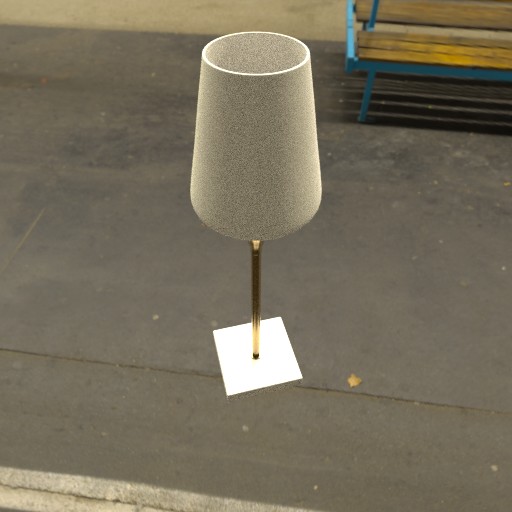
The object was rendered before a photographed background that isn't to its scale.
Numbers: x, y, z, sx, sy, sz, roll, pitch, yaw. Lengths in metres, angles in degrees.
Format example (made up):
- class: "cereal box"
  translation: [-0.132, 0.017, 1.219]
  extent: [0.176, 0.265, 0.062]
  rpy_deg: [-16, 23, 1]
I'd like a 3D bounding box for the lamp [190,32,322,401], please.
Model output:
- class: "lamp"
  translation: [0.000, 0.000, 0.710]
  extent: [0.181, 0.639, 0.181]
  rpy_deg: [-10, 47, -10]
